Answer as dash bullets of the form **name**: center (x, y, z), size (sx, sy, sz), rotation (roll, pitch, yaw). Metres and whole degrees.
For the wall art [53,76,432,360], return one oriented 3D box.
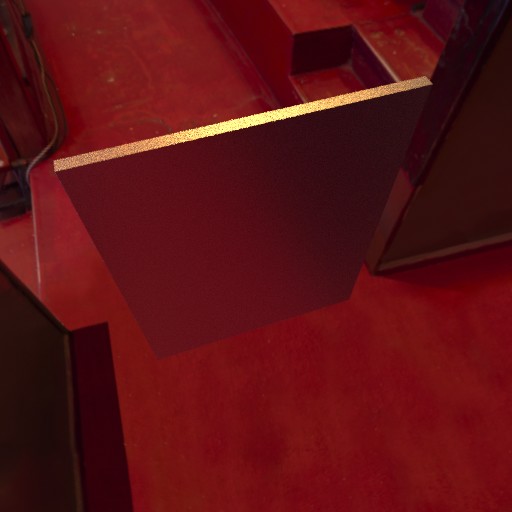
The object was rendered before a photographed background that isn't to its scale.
- **wall art**: center (0.000, 0.000, 1.359), size (0.816, 1.046, 0.030), rotation (-16, 59, -10)
